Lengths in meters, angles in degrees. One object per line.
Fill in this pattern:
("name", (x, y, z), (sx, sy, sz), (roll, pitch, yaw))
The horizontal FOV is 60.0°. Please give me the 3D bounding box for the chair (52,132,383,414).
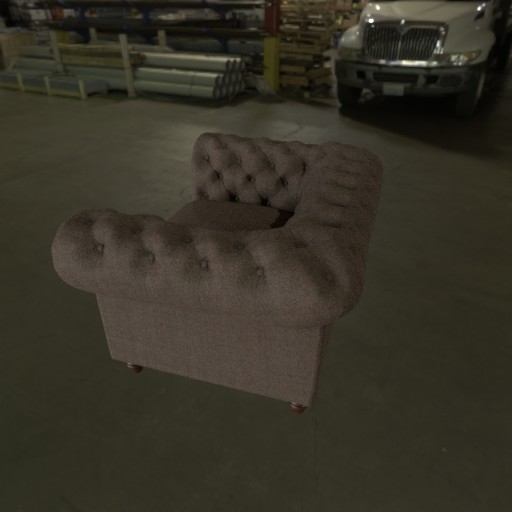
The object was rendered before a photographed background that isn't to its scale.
("chair", (0.000, 0.000, 1.904), (0.945, 0.780, 1.298), (9, 31, 15))
